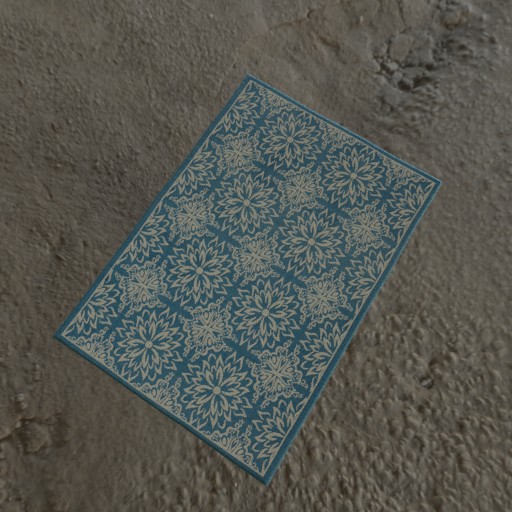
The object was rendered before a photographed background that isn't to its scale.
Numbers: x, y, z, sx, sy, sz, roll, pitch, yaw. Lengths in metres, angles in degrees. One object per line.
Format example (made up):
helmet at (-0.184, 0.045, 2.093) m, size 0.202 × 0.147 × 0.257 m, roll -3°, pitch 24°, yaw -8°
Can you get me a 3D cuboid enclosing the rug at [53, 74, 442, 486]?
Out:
rug at (0.000, 0.000, 2.839) m, size 1.554 × 0.012 × 2.205 m, roll 32°, pitch 78°, yaw 8°
